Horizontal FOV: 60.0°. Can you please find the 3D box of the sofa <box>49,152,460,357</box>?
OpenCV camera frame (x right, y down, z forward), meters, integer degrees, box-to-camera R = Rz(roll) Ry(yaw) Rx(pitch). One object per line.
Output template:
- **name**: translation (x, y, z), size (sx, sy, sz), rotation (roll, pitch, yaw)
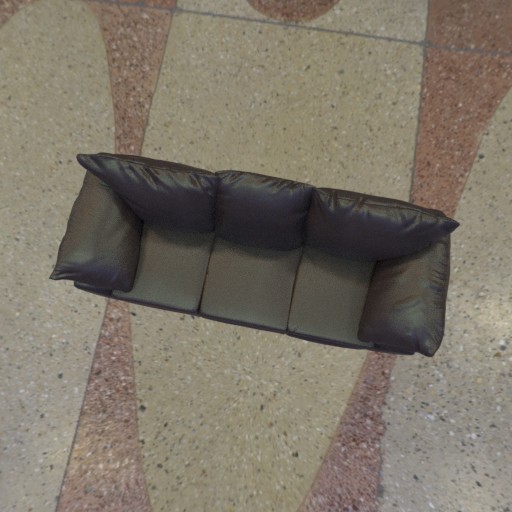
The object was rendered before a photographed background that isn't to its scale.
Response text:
- **sofa**: translation (0.000, 0.000, 2.896), size (2.390, 1.091, 0.907), rotation (11, 75, 3)
